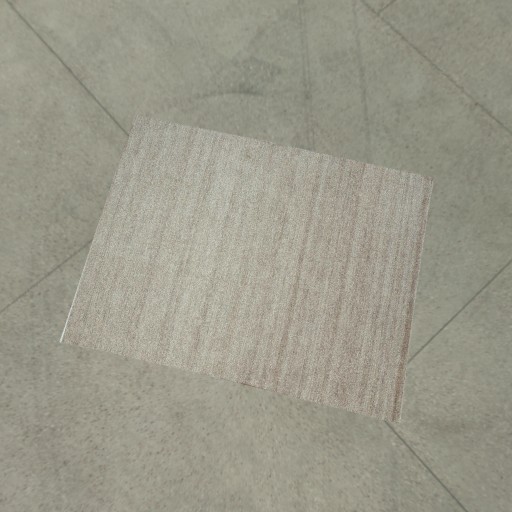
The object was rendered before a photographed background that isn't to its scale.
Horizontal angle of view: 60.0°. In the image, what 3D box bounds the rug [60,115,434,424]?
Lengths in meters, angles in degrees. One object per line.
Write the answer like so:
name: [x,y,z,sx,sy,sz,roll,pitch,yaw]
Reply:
rug: [0.000,0.000,4.319,3.202,0.045,2.434,13,77,3]
